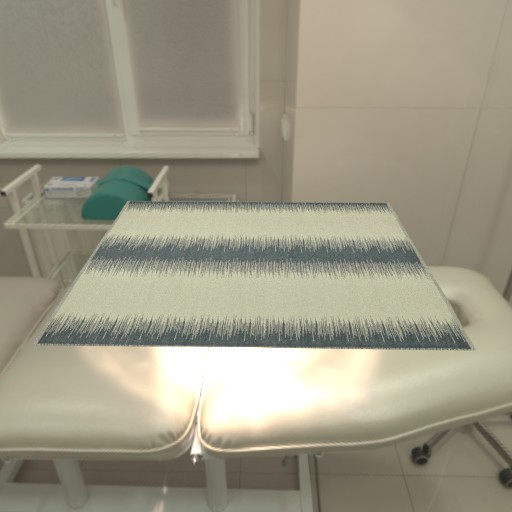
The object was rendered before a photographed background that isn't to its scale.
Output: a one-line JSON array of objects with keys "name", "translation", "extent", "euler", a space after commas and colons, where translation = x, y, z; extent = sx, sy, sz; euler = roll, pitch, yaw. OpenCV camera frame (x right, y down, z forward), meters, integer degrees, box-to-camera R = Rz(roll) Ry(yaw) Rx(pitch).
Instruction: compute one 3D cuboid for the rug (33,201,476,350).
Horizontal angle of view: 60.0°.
[{"name": "rug", "translation": [0.000, 0.000, 4.068], "extent": [3.037, 0.004, 2.453], "euler": [1, 31, 1]}]
